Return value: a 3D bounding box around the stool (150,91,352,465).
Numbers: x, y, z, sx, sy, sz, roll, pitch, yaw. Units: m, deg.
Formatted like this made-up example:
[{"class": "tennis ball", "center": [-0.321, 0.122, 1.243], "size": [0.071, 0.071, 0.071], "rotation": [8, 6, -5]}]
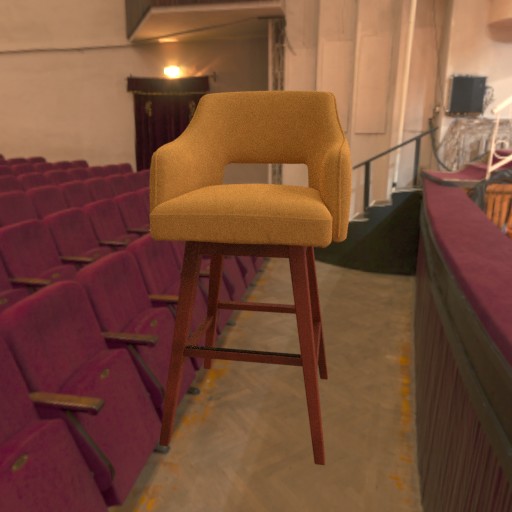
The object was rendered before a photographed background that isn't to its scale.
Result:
[{"class": "stool", "center": [0.000, 0.000, 1.370], "size": [0.548, 1.012, 0.558], "rotation": [3, 15, 10]}]
